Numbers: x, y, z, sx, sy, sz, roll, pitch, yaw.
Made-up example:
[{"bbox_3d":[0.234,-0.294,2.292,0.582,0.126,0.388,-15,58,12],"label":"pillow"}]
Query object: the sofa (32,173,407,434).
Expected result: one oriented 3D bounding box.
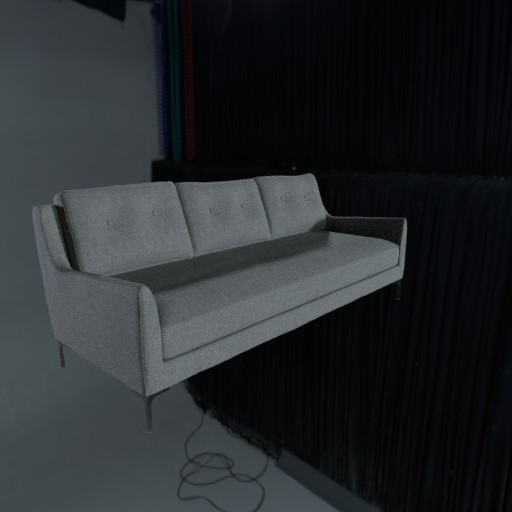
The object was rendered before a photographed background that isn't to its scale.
[{"bbox_3d":[0.000,0.000,2.490,0.849,0.837,2.060,13,19,42],"label":"sofa"}]
